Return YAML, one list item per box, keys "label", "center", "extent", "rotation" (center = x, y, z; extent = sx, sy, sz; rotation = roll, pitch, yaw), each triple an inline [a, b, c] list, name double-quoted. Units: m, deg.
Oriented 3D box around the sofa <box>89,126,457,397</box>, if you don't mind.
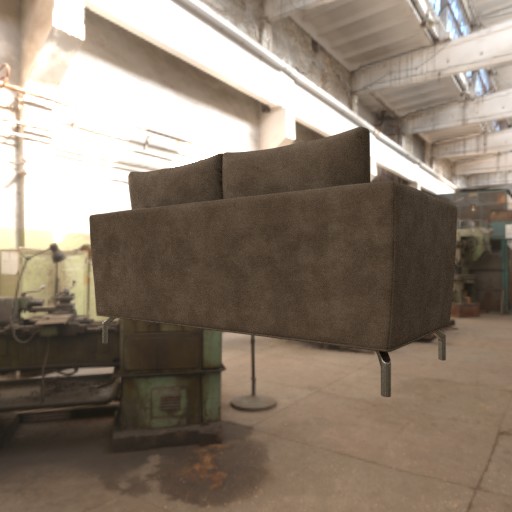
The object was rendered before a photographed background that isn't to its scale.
- label: "sofa"
  center: [0.000, 0.000, 2.363]
  extent: [1.832, 1.013, 0.855]
  rotation: [-1, -1, 37]
